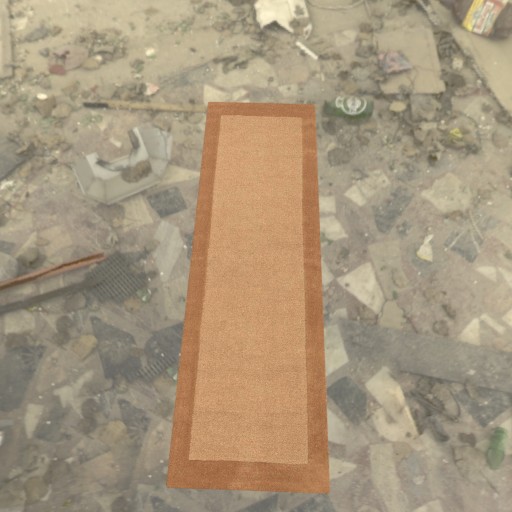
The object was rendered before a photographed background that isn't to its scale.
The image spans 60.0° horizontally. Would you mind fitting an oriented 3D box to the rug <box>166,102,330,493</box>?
[{"bbox_3d":[0.000,0.000,2.605,0.764,0.017,2.439,2,63,1],"label":"rug"}]
